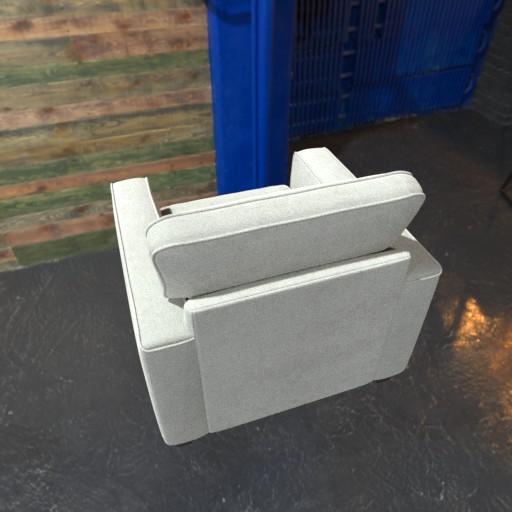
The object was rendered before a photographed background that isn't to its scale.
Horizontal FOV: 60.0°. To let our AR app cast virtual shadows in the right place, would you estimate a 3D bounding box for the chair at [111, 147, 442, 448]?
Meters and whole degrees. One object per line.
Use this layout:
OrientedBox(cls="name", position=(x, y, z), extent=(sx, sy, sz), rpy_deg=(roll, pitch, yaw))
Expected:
OrientedBox(cls="chair", position=(0.000, 0.000, 1.765), extent=(1.015, 0.965, 0.939), rpy_deg=(-13, 43, -14))
